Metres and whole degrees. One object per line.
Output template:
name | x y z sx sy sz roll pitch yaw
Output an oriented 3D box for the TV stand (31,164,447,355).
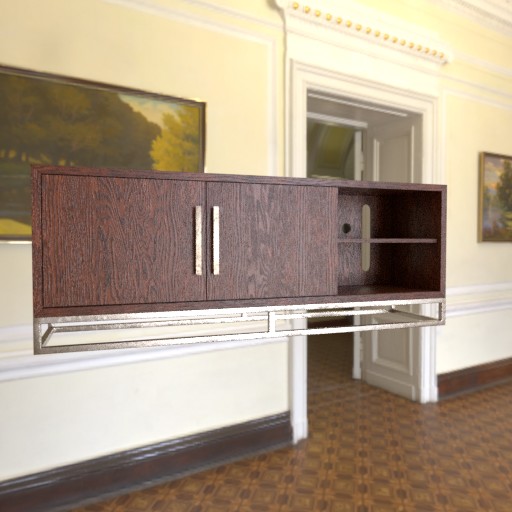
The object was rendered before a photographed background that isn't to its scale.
TV stand | 0.000 0.000 1.745 1.541 0.578 0.382 -1 2 -18
